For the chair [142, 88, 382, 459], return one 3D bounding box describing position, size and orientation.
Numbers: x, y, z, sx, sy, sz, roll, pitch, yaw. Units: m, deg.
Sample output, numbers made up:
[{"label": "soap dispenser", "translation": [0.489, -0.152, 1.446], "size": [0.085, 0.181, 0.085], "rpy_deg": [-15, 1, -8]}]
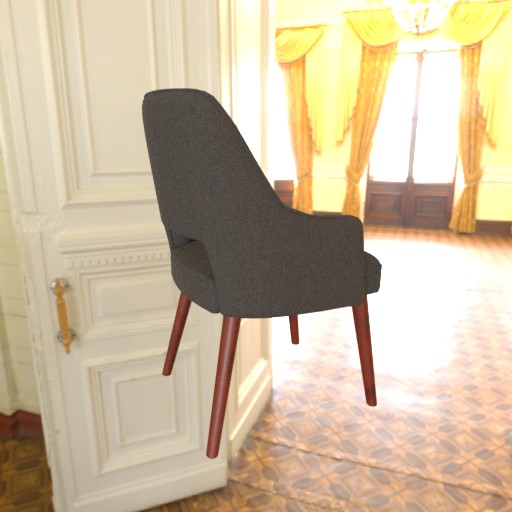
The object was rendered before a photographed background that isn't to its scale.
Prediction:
[{"label": "chair", "translation": [0.000, 0.000, 1.230], "size": [0.560, 0.838, 0.559], "rpy_deg": [-7, 17, -25]}]
